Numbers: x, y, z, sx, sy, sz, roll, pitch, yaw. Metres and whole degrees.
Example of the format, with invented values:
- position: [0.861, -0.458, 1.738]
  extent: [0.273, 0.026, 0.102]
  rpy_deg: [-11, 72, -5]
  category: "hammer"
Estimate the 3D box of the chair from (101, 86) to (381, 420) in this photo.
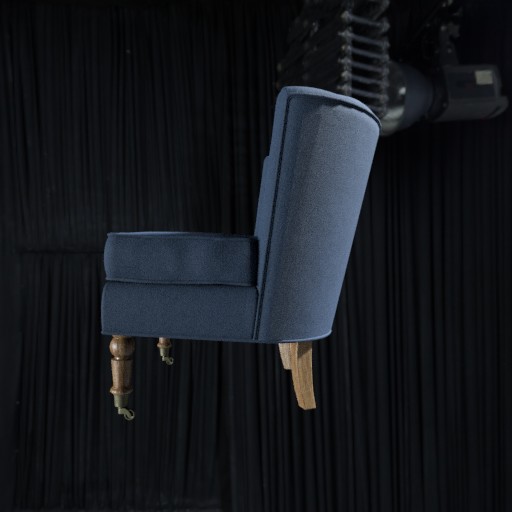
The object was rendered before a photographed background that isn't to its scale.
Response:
- position: [0.000, 0.000, 1.330]
  extent: [0.718, 0.771, 0.740]
  rpy_deg: [0, -1, -2]
  category: "chair"
